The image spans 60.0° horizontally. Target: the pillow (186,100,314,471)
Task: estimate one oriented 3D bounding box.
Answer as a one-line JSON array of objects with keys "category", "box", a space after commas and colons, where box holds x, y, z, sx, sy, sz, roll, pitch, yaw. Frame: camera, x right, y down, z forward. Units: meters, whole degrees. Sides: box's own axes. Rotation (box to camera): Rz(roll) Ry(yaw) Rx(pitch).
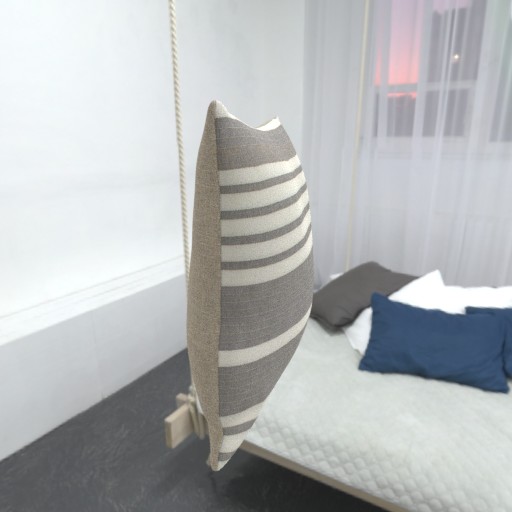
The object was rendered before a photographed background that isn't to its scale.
[{"category": "pillow", "box": [0.000, 0.000, 0.695, 0.182, 0.440, 0.439, 3, 17, 11]}]
